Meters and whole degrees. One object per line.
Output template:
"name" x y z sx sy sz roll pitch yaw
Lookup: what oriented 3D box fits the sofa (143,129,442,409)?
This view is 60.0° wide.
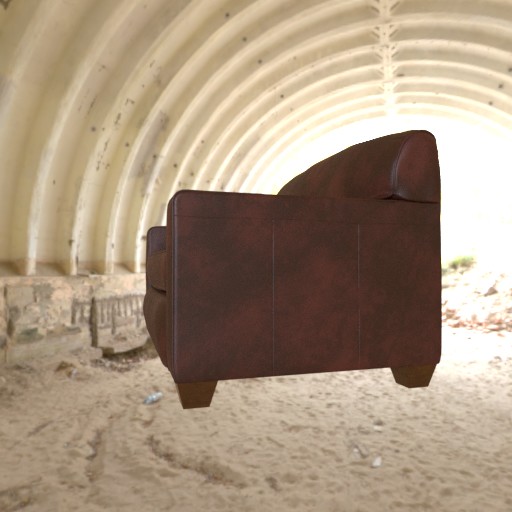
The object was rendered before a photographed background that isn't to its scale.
"sofa" 0.000 0.000 2.079 1.000 0.956 1.413 0 -2 -17
